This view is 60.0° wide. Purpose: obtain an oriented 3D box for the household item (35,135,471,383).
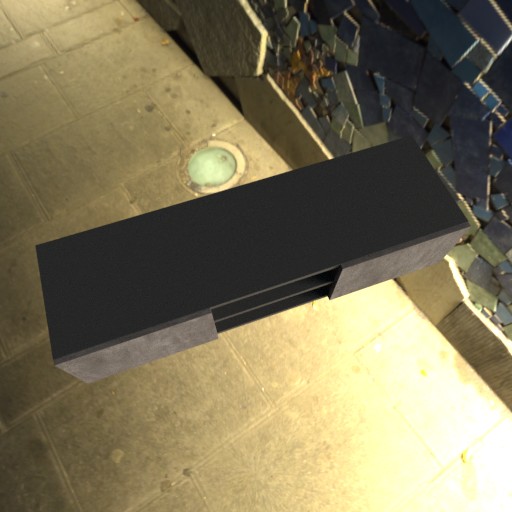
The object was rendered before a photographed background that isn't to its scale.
[{"bbox_3d":[0.000,0.000,1.621,1.400,0.310,0.420,-18,65,-9],"label":"household item"}]
